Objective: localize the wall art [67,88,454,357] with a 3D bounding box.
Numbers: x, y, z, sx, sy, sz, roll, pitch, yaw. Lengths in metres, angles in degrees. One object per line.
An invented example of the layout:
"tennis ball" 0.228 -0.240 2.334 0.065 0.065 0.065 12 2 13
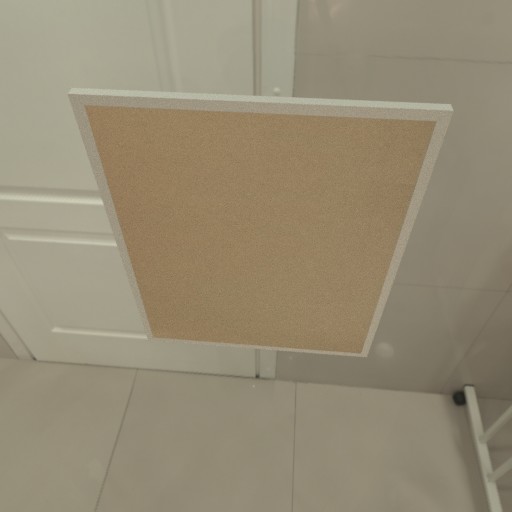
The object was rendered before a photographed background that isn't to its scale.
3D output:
"wall art" 0.000 0.000 0.607 0.382 0.456 0.013 4 47 4
